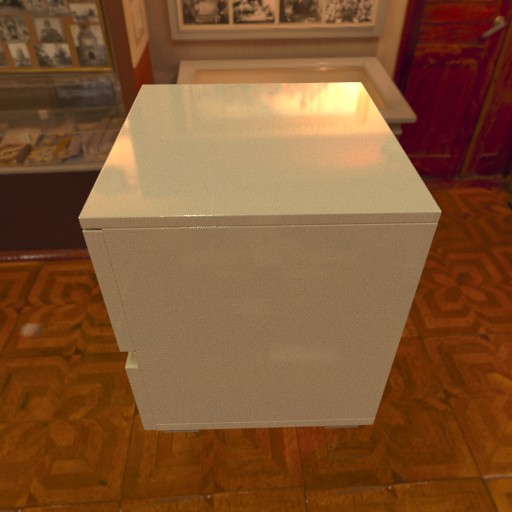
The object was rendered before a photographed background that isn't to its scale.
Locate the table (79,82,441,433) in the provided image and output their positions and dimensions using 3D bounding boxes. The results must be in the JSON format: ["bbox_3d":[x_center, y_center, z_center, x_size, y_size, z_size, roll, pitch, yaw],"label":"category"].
[{"bbox_3d":[0.000,0.000,0.799,0.400,0.470,0.420,-1,40,-1],"label":"table"}]
